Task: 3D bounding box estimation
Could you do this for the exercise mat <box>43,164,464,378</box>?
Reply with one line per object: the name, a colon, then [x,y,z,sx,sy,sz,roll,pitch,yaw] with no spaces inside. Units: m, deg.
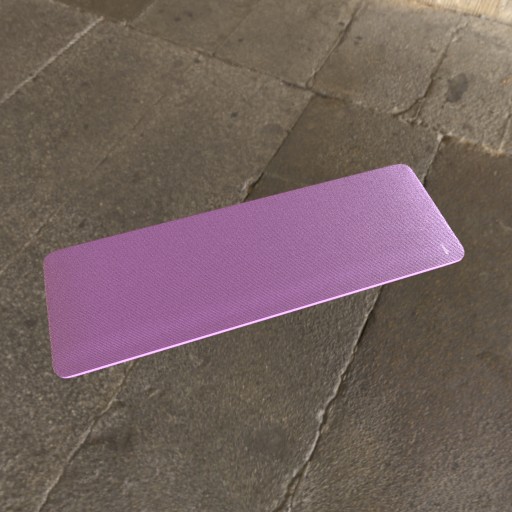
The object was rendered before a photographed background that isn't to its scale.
exercise mat: [0.000,0.000,2.039,1.869,0.021,0.616,-15,60,-9]
